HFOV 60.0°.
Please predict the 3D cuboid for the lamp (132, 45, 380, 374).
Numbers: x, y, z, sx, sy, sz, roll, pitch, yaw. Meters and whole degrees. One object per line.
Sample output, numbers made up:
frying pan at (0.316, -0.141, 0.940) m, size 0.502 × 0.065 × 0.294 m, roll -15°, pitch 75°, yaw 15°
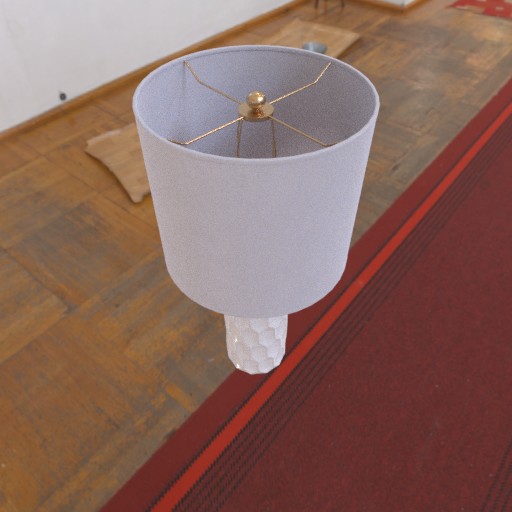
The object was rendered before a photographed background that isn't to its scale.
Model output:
lamp at (0.000, 0.000, 0.697) m, size 0.277 × 0.537 × 0.277 m, roll -4°, pitch 46°, yaw -4°
